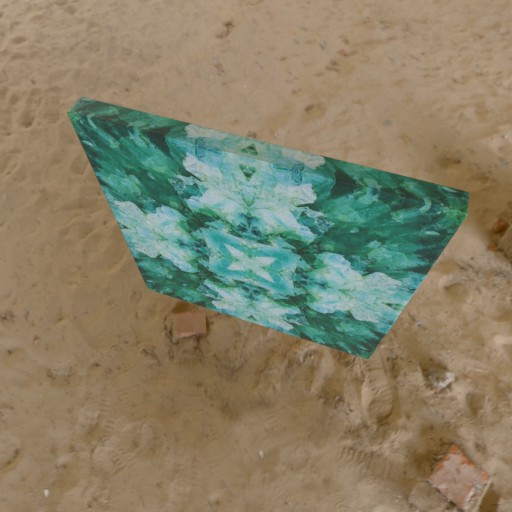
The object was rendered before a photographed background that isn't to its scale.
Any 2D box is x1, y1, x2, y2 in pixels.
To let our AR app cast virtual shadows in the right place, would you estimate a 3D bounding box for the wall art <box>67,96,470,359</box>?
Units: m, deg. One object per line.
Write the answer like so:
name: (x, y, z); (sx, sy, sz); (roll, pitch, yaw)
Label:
wall art: (0.000, 0.000, 0.756); (0.507, 0.508, 0.038); (16, 60, 10)
